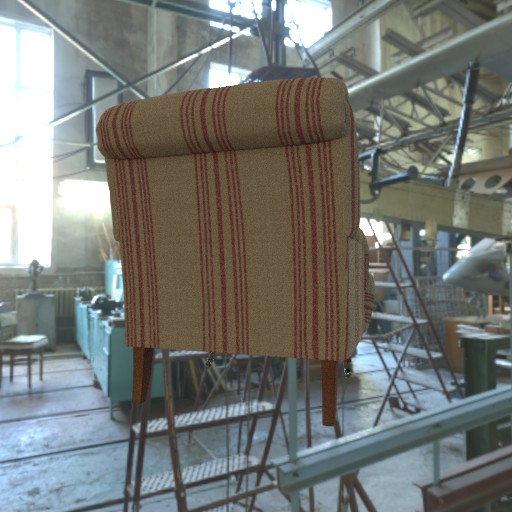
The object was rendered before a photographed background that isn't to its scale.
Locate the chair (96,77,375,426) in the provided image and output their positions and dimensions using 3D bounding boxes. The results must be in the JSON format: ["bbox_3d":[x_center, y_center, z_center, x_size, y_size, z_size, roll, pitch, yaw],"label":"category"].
[{"bbox_3d":[0.000,0.000,1.881,0.933,1.123,1.058,0,-1,19],"label":"chair"}]
